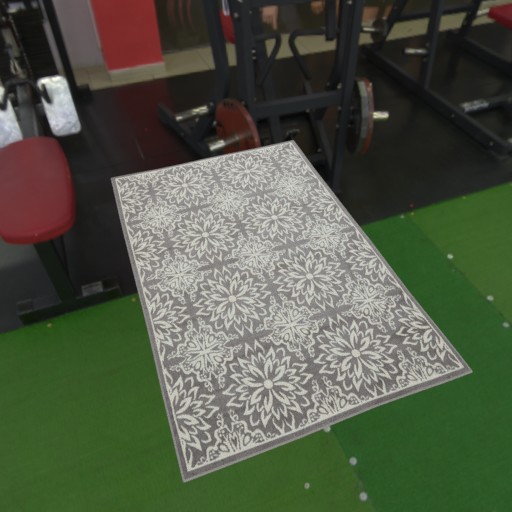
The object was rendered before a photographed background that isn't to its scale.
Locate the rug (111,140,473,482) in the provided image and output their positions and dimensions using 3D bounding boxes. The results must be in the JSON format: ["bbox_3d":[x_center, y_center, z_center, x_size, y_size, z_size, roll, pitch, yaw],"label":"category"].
[{"bbox_3d":[0.000,0.000,2.272,1.224,0.012,1.847,-15,49,-14],"label":"rug"}]
